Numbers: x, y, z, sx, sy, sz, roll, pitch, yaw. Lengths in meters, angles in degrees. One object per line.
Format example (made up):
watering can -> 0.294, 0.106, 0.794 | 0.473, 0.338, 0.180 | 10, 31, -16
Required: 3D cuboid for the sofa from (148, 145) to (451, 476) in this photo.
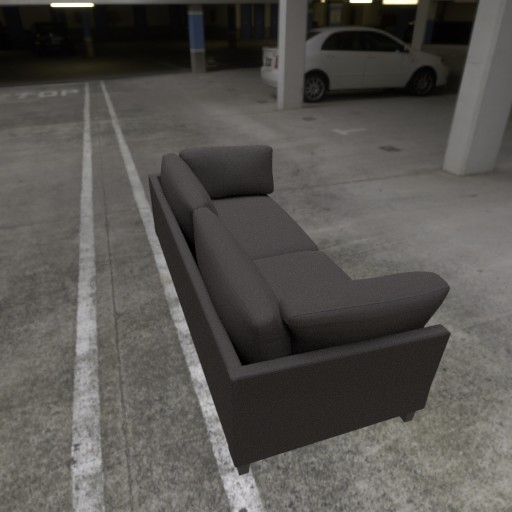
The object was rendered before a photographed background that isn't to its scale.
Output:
sofa -> 0.000, 0.000, 2.709 | 0.969, 0.792, 2.312 | -10, 32, -17
